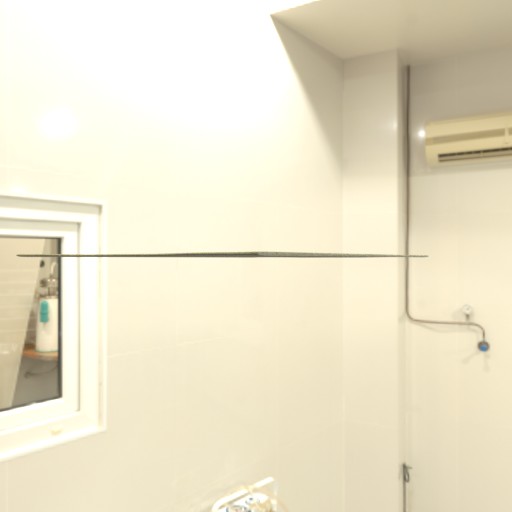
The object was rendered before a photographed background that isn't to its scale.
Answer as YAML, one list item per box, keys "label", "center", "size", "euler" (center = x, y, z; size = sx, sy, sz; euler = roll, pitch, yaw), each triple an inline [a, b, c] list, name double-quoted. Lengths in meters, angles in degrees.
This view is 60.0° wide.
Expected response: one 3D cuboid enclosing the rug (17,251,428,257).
- label: "rug"
  center: [0.000, 0.000, 2.885]
  size: [1.606, 0.017, 2.270]
  euler: [0, 0, 35]
